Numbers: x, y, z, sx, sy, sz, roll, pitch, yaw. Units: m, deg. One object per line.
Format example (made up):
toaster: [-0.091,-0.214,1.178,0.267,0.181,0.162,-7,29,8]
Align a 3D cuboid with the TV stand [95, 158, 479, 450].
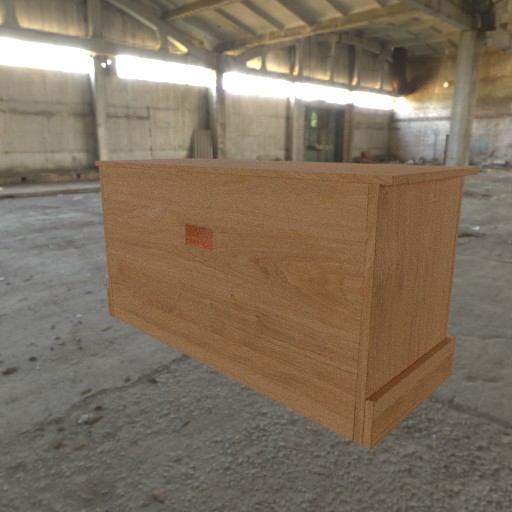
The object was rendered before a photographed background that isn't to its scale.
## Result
TV stand: [0.000,0.000,1.345,1.080,0.550,0.440,13,19,42]
